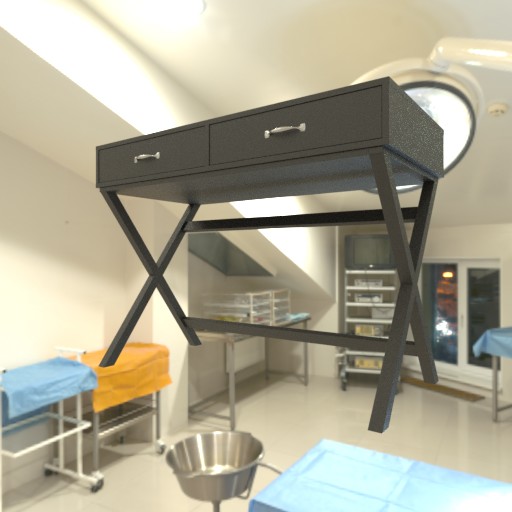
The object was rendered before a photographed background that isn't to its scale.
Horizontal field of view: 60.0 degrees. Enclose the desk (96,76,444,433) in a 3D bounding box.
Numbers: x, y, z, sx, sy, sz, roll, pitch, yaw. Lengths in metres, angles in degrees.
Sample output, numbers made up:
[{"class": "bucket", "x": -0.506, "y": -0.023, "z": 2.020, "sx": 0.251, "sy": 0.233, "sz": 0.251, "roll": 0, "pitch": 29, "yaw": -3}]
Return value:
[{"class": "desk", "x": 0.000, "y": 0.000, "z": 1.466, "sx": 1.057, "sy": 0.780, "sz": 0.525, "roll": 0, "pitch": 0, "yaw": 36}]
